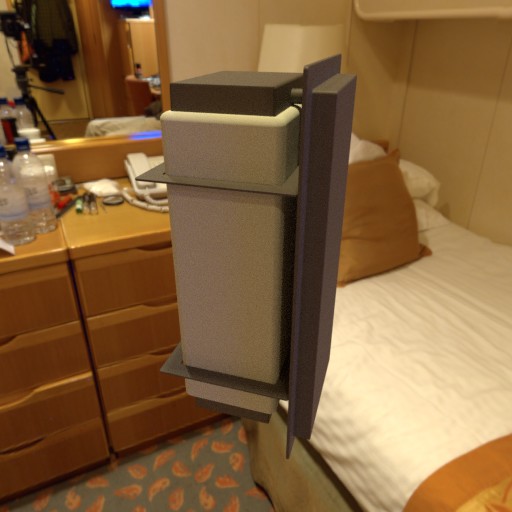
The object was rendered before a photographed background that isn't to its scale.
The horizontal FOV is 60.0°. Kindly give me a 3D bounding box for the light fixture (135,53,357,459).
[{"bbox_3d":[0.000,0.000,0.423,0.146,0.347,0.153,8,28,15],"label":"light fixture"}]
